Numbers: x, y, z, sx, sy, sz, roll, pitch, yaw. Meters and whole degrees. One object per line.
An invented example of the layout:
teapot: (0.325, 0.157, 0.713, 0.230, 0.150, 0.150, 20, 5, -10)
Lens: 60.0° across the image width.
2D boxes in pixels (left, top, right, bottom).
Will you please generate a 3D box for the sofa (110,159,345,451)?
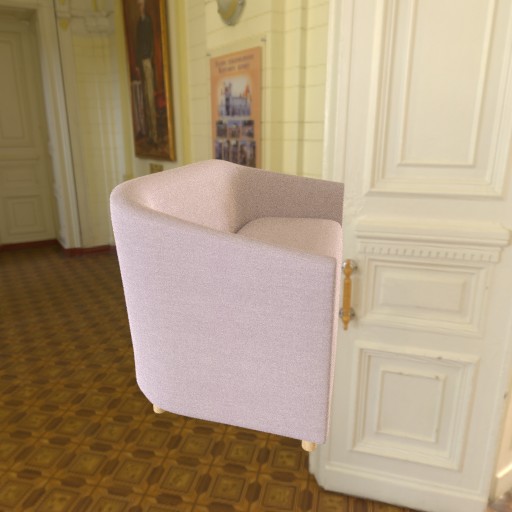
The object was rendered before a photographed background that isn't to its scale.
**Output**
sofa: (0.000, 0.000, 1.854, 0.705, 0.721, 1.452, 3, 17, 11)
